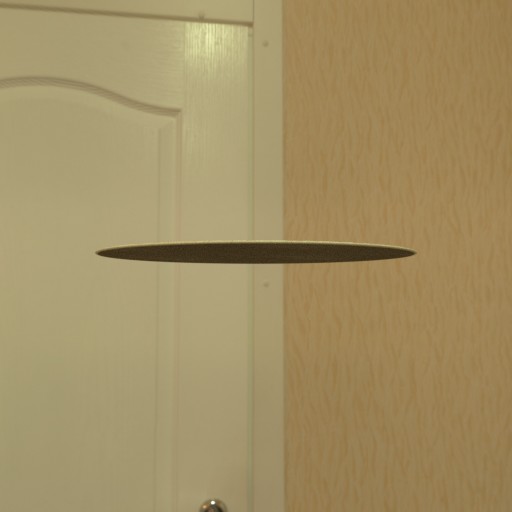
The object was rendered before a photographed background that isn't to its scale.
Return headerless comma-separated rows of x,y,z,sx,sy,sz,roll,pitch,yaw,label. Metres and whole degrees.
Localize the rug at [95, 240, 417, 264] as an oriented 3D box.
0.000,0.000,2.332,1.593,0.012,1.593,0,-4,0,rug
